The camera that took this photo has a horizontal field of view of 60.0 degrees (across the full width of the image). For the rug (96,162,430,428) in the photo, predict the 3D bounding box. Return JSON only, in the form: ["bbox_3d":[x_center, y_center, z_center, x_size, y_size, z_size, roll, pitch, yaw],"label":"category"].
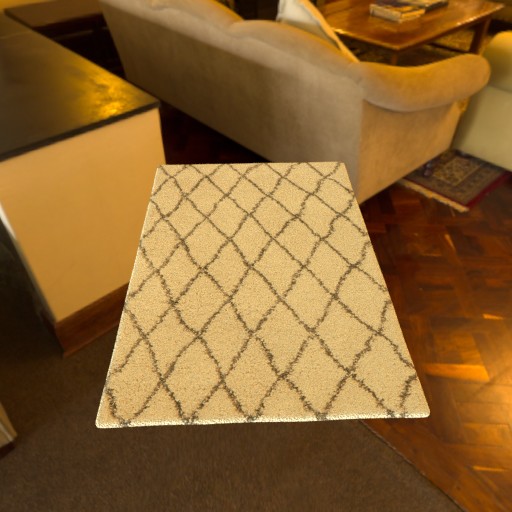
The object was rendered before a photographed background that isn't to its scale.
[{"bbox_3d":[0.000,0.000,2.261,1.219,0.030,1.778,-1,43,-1],"label":"rug"}]
